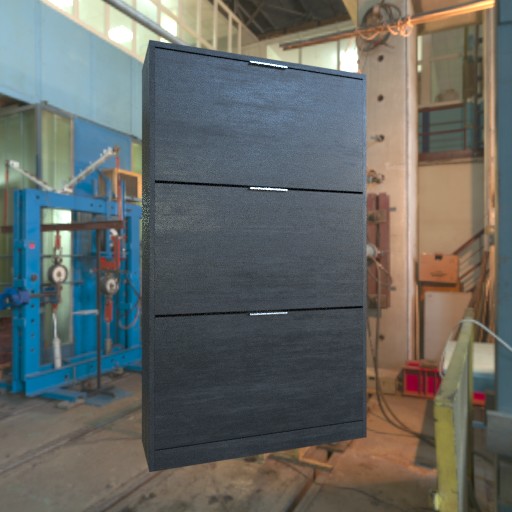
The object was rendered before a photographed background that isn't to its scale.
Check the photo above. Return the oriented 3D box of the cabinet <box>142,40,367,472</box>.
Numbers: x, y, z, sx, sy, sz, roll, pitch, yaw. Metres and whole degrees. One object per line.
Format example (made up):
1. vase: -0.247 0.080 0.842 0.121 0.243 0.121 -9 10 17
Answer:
1. cabinet: 0.000 0.000 1.542 0.750 1.280 0.250 0 0 -20
